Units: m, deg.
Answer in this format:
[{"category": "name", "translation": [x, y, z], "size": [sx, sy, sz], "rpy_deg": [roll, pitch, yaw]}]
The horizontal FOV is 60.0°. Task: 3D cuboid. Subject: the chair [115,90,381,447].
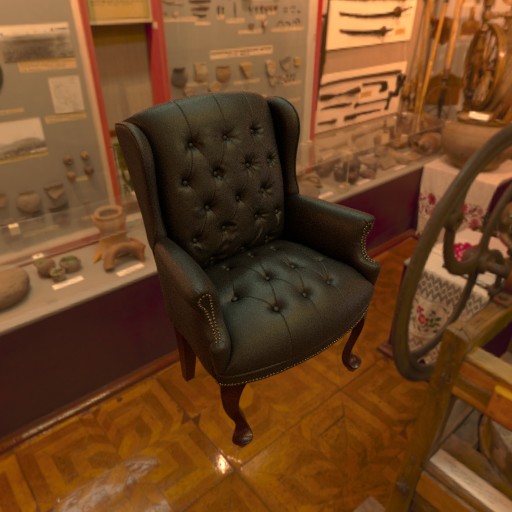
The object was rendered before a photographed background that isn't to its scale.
[{"category": "chair", "translation": [0.000, 0.000, 1.706], "size": [0.838, 1.111, 0.762], "rpy_deg": [-22, 38, -32]}]
